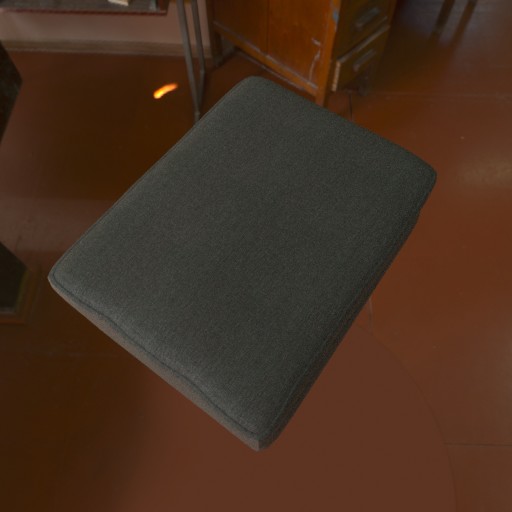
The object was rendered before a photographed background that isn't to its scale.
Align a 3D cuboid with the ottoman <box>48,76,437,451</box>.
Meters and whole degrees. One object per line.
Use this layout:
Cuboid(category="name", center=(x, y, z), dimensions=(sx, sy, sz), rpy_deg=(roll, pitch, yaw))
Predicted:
Cuboid(category="ottoman", center=(0.000, 0.000, 1.241), dimensions=(0.639, 0.496, 0.826), rpy_deg=(33, 68, 15))
